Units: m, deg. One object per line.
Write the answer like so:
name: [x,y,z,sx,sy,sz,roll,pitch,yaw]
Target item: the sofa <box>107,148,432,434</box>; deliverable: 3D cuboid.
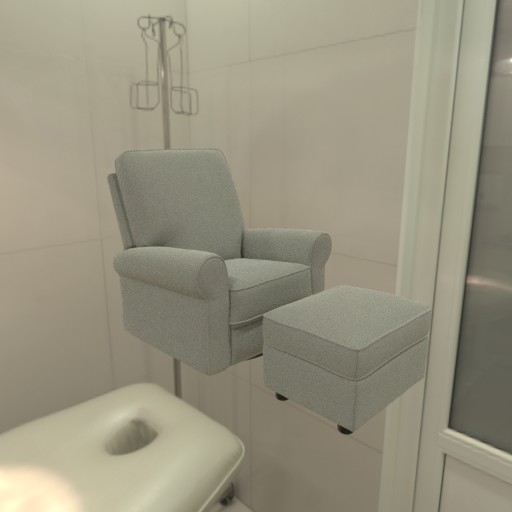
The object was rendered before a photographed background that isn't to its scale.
sofa: [0.000,0.000,2.044,0.880,0.959,1.478,-13,19,-43]
